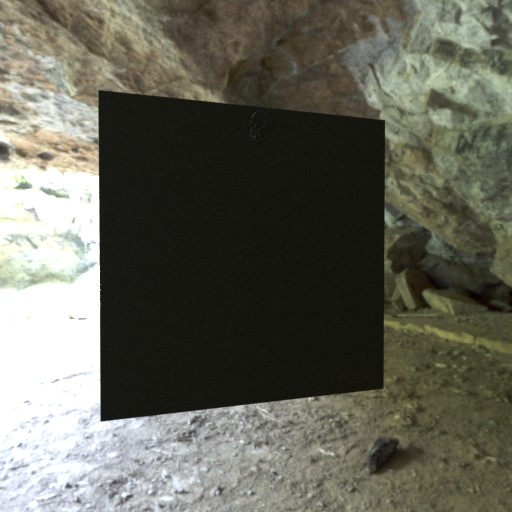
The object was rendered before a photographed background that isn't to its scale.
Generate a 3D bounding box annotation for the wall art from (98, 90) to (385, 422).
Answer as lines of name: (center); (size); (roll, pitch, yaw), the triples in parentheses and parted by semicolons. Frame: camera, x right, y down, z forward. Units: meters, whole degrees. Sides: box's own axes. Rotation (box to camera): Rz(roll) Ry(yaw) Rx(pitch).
wall art: (0.000, 0.000, 0.524); (0.349, 0.349, 0.038); (0, 1, -18)
